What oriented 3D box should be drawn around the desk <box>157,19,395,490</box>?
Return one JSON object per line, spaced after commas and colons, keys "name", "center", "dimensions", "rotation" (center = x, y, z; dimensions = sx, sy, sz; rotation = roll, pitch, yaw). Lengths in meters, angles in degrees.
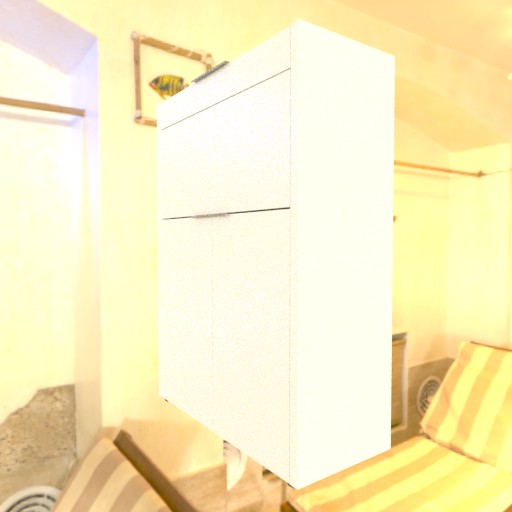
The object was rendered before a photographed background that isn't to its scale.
{"name": "desk", "center": [0.000, 0.000, 1.551], "dimensions": [0.390, 1.190, 0.850], "rotation": [-1, 3, -36]}
